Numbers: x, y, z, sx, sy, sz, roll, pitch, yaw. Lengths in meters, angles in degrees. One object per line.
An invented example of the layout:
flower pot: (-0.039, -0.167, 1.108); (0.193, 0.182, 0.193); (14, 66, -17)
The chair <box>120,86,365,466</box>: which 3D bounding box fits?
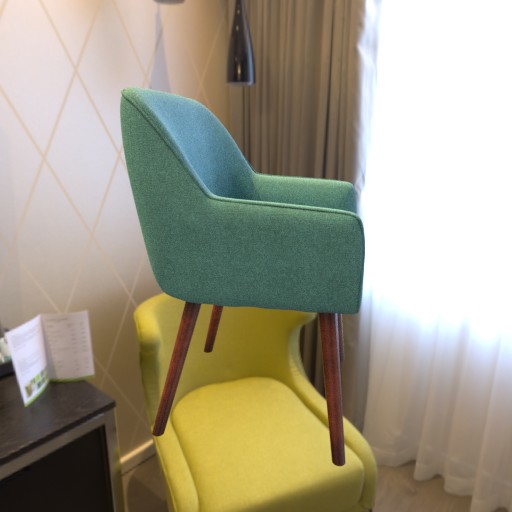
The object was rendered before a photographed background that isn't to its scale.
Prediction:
chair: (0.000, 0.000, 1.145); (0.519, 0.803, 0.543); (3, 16, 10)
